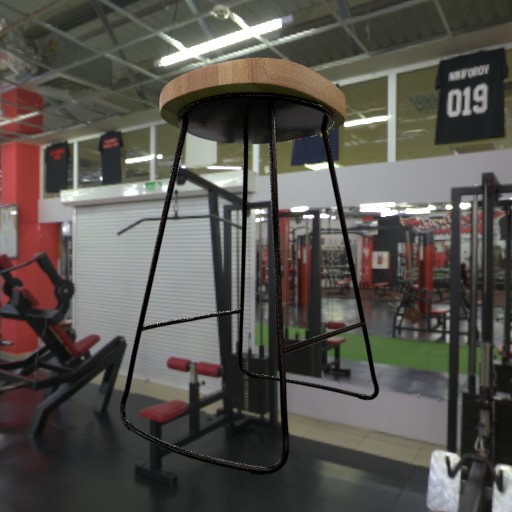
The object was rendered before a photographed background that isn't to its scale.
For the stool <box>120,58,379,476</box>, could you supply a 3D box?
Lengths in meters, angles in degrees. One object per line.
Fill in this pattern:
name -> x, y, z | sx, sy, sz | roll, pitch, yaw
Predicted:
stool -> 0.000, 0.000, 0.954 | 0.401, 0.679, 0.480 | 0, 0, 35
